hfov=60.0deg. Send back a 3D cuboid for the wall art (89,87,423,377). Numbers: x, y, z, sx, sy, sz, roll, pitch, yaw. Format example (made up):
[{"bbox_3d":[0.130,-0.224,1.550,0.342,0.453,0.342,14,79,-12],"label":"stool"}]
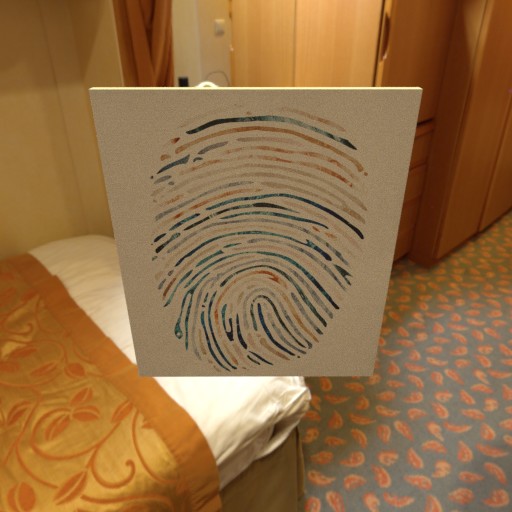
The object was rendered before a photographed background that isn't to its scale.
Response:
[{"bbox_3d":[0.000,0.000,0.991,0.609,0.710,0.021,0,29,0],"label":"wall art"}]
